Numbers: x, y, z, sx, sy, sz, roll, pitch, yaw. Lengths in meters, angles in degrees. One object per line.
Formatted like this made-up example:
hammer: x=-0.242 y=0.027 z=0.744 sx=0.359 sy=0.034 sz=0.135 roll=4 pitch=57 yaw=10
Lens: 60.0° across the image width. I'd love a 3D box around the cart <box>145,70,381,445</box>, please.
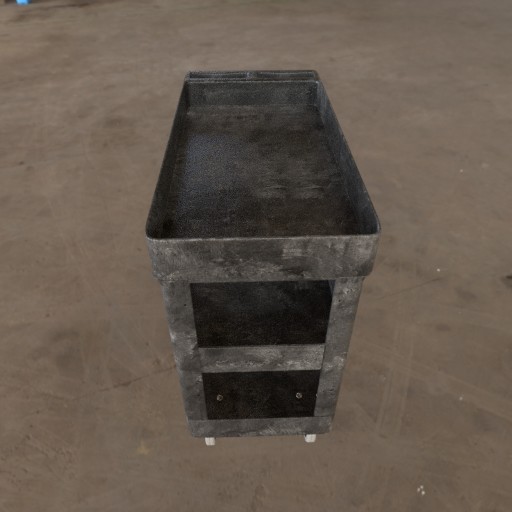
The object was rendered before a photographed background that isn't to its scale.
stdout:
cart: x=0.000 y=0.000 z=1.354 sx=0.420 sy=0.824 sz=0.877 roll=-1 pitch=40 yaw=-1
